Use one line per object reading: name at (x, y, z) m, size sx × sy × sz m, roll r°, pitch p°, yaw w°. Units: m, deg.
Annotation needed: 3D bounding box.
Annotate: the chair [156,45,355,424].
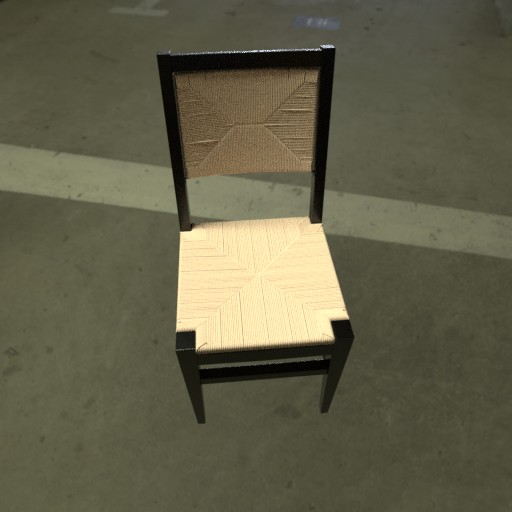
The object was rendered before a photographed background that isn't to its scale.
chair at (0.000, 0.000, 1.234) m, size 0.437 × 0.927 × 0.552 m, roll -4°, pitch 46°, yaw -4°
